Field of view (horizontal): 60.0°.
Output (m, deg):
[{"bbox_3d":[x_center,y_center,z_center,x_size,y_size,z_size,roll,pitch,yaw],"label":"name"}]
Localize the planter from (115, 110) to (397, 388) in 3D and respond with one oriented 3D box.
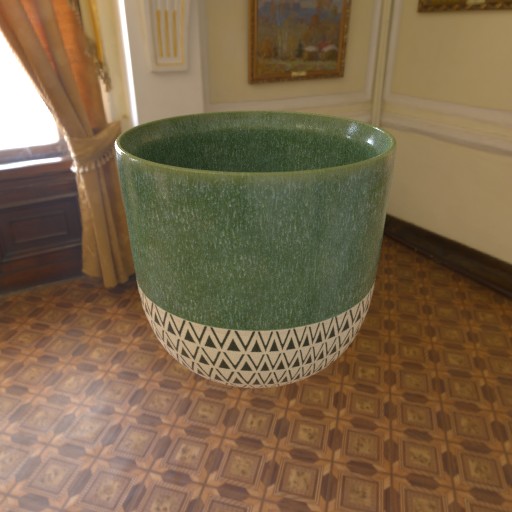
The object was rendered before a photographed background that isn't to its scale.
[{"bbox_3d":[0.000,0.000,0.495,0.266,0.270,0.266,0,27,0],"label":"planter"}]
